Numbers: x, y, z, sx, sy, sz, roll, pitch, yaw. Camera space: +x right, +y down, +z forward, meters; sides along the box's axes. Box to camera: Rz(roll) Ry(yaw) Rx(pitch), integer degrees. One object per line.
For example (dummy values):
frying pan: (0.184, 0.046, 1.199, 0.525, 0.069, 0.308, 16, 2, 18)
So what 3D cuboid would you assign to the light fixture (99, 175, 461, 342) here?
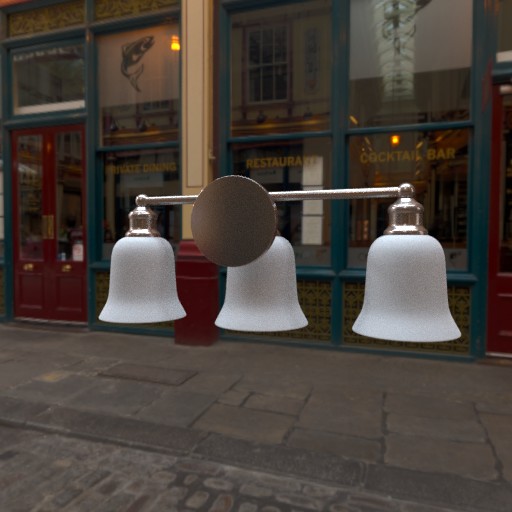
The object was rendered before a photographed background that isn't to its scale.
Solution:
light fixture: (0.000, 0.000, 0.666, 0.570, 0.211, 0.198, 0, 1, 19)
